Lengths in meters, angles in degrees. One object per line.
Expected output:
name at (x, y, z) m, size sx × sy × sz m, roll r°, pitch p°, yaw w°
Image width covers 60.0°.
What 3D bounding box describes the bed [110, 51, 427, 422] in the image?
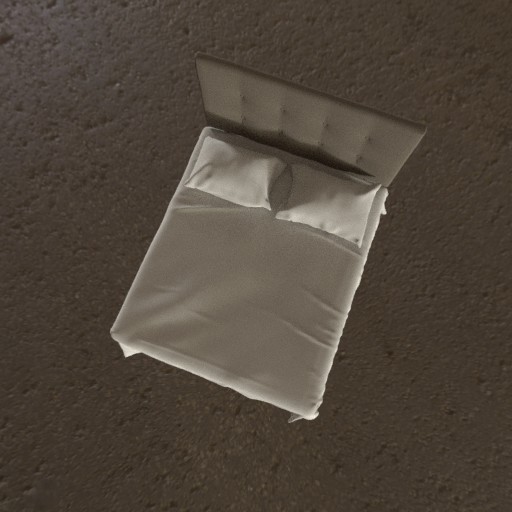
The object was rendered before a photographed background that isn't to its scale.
bed at (0.000, 0.000, 3.455) m, size 1.936 × 1.577 × 2.222 m, roll 20°, pitch 76°, yaw 5°
